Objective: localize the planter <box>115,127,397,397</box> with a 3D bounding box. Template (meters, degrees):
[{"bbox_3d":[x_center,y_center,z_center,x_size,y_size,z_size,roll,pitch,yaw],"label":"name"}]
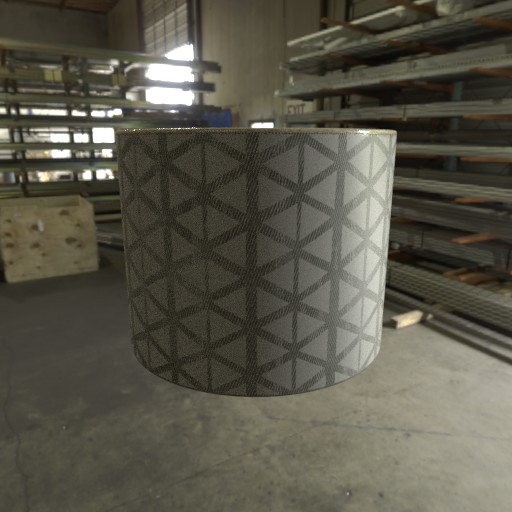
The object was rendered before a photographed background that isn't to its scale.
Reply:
[{"bbox_3d":[0.000,0.000,0.335,0.190,0.181,0.190,0,15,0],"label":"planter"}]
